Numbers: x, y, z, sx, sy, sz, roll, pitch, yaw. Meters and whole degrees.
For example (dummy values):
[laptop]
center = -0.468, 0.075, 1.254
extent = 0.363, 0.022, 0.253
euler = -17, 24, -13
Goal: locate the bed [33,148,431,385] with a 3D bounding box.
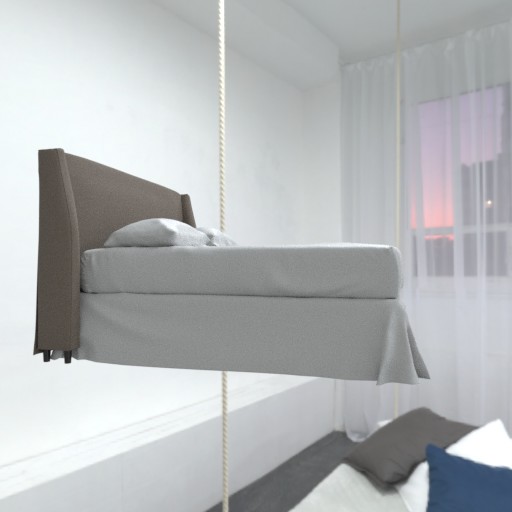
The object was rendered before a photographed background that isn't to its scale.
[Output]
[bed]
center = 0.000, 0.000, 3.300
extent = 2.276, 1.332, 1.925
euler = 0, -1, 16
